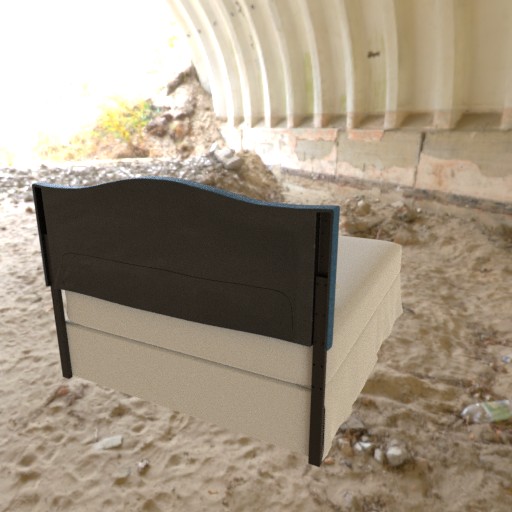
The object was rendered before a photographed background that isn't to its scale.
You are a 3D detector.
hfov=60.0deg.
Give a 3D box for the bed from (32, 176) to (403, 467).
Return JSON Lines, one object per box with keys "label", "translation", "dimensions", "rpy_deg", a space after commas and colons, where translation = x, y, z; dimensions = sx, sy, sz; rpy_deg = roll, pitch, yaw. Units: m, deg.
{"label": "bed", "translation": [0.000, 0.000, 2.815], "dimensions": [1.610, 1.169, 1.872], "rpy_deg": [8, 18, 26]}
